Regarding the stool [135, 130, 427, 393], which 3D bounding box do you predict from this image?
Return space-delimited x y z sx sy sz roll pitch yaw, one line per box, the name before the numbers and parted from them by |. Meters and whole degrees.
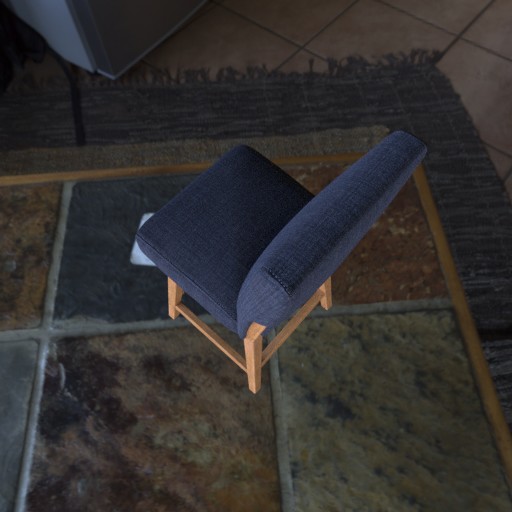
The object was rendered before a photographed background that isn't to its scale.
stool | 0.000 0.000 1.291 0.526 1.010 0.459 38 69 18
